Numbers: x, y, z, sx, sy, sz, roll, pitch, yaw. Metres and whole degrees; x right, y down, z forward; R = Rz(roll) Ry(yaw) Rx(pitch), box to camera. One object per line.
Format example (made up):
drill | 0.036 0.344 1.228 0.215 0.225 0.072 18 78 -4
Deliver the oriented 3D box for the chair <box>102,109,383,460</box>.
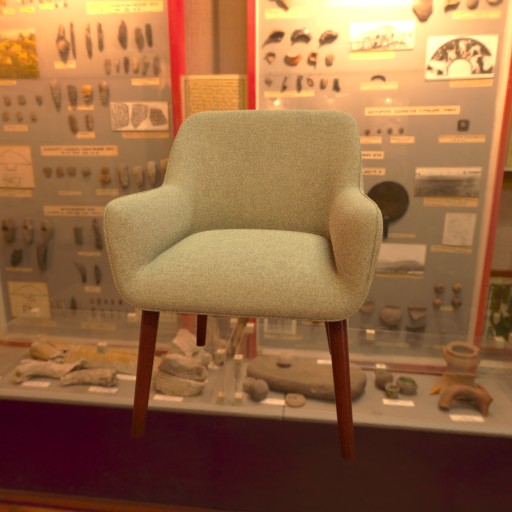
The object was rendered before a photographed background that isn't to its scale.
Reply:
chair | 0.000 0.000 1.245 0.610 0.813 0.610 2 15 9
